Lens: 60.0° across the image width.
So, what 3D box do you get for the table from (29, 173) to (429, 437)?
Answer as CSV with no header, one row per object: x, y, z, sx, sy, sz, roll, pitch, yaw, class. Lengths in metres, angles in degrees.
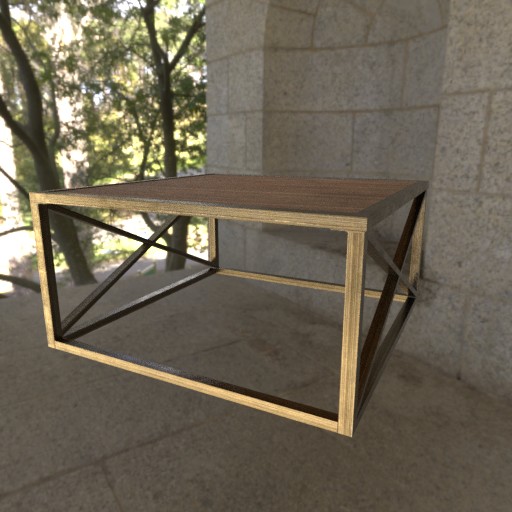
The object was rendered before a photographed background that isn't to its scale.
0.000,0.000,1.431,0.909,0.451,0.899,7,16,26,table
